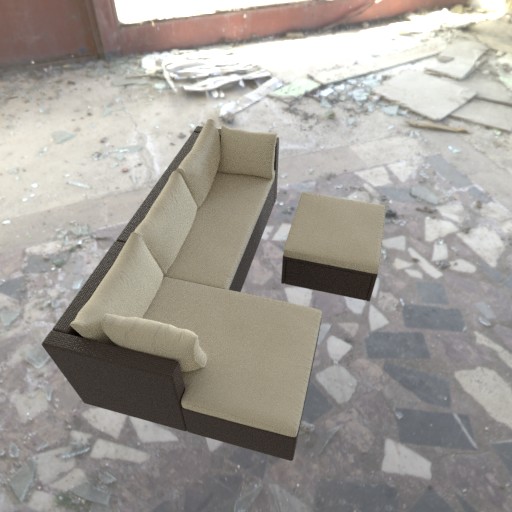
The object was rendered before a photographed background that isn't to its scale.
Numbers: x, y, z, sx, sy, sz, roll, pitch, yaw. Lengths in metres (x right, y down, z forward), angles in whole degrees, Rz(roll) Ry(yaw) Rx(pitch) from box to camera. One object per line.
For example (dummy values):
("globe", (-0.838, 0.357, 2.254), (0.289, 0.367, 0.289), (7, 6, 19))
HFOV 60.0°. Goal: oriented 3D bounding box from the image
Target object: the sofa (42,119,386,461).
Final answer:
("sofa", (0.000, 0.000, 2.953), (1.612, 0.766, 2.192), (11, 47, 11))
